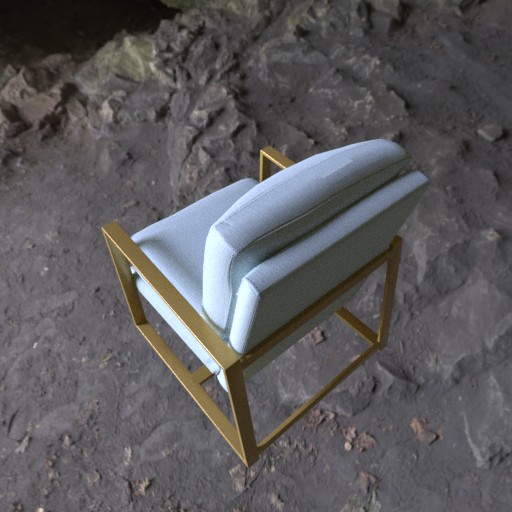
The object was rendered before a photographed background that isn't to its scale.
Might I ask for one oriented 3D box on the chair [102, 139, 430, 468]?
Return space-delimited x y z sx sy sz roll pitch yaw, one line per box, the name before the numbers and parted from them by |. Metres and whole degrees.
chair | 0.000 0.000 1.552 0.758 0.956 0.813 -32 55 -26
